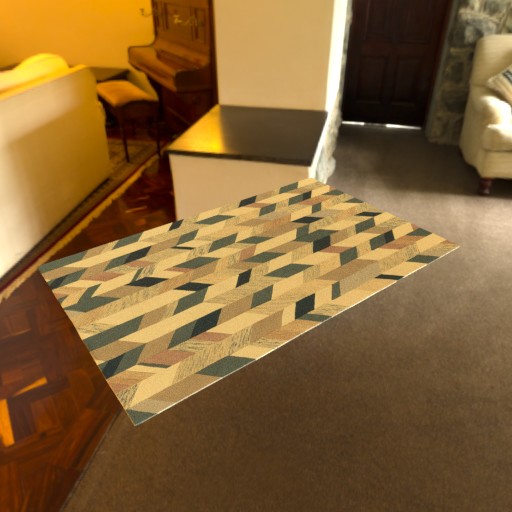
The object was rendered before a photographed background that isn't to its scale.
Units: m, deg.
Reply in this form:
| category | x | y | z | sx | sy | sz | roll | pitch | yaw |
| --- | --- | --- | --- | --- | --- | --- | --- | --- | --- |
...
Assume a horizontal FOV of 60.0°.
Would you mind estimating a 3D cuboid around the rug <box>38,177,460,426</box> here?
| category | x | y | z | sx | sy | sz | roll | pitch | yaw |
| --- | --- | --- | --- | --- | --- | --- | --- | --- | --- |
| rug | 0.000 | 0.000 | 2.983 | 2.423 | 0.008 | 1.513 | -22 | 39 | -30 |
